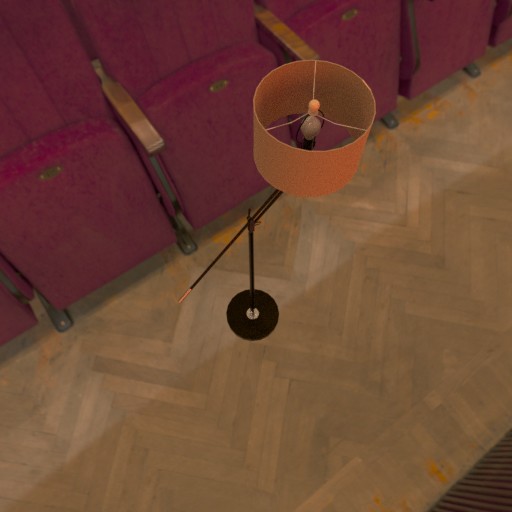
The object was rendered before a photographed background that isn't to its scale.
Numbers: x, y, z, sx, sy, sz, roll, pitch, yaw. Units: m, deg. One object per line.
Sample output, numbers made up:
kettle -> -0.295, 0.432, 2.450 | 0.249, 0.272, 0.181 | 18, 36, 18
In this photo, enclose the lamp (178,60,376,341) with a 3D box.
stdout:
lamp -> 0.000, 0.000, 2.027 | 0.809, 1.635, 0.373 | -32, 69, -14
